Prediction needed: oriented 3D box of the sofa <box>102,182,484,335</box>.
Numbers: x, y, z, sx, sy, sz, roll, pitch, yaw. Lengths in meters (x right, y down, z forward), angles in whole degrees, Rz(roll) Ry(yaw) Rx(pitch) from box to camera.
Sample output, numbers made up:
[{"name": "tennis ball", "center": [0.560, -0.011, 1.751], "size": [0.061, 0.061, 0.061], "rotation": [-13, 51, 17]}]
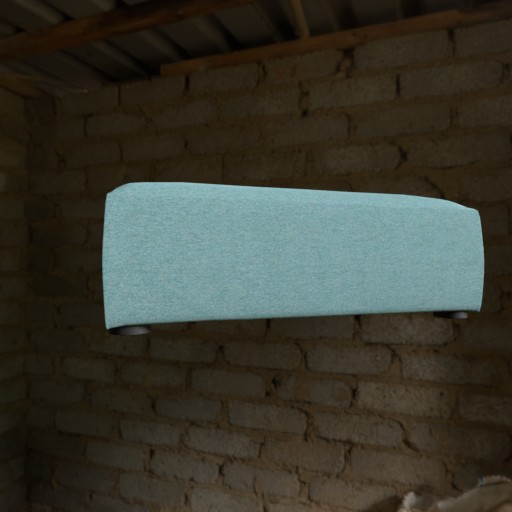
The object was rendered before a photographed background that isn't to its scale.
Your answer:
[{"name": "sofa", "center": [0.000, 0.000, 1.437], "size": [0.930, 0.330, 0.930], "rotation": [0, -1, -18]}]
